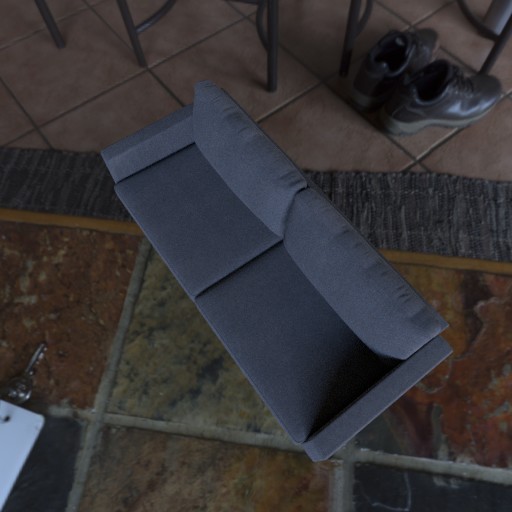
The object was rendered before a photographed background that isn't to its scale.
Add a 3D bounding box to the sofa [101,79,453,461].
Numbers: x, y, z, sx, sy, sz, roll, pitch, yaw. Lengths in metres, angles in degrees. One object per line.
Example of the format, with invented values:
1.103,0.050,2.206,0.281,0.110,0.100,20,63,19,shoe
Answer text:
0.000,0.000,2.567,0.880,0.880,2.100,-33,69,-15,sofa
